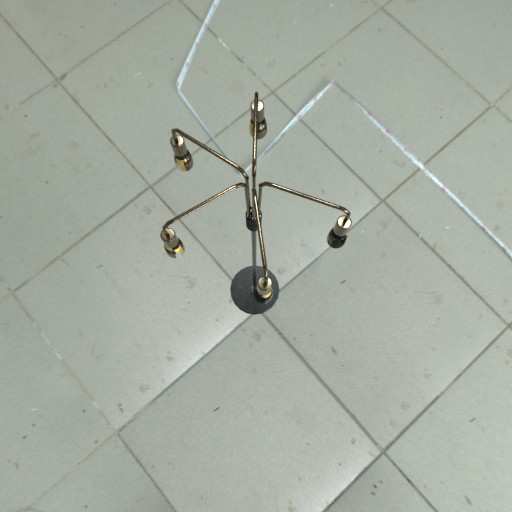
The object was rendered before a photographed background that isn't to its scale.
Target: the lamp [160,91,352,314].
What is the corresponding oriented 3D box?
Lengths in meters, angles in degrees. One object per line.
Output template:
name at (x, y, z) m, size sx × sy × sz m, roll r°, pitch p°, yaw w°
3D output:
lamp at (0.000, 0.000, 2.007) m, size 0.599 × 1.721 × 0.572 m, roll 19°, pitch 76°, yaw 5°
